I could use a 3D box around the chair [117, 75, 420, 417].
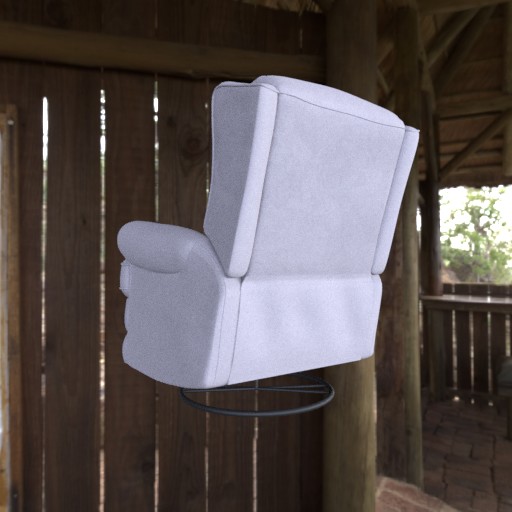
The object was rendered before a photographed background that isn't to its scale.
[{"bbox_3d":[0.000,0.000,1.668,0.847,1.011,0.969,1,-1,-36],"label":"chair"}]
